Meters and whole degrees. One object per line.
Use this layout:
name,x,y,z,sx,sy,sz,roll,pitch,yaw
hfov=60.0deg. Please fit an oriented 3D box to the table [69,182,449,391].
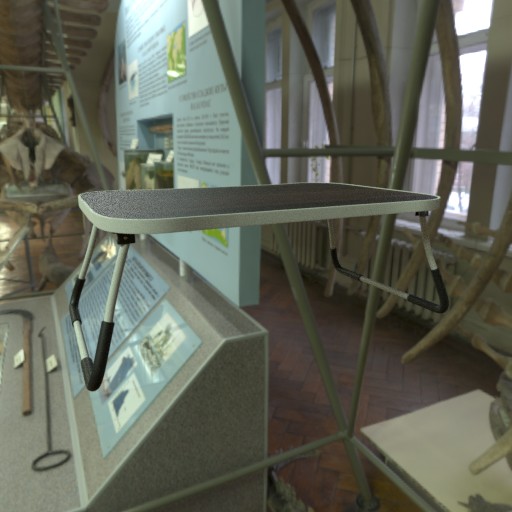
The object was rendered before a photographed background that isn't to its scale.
table,0.000,0.000,0.843,0.660,0.232,0.400,-7,15,-25
